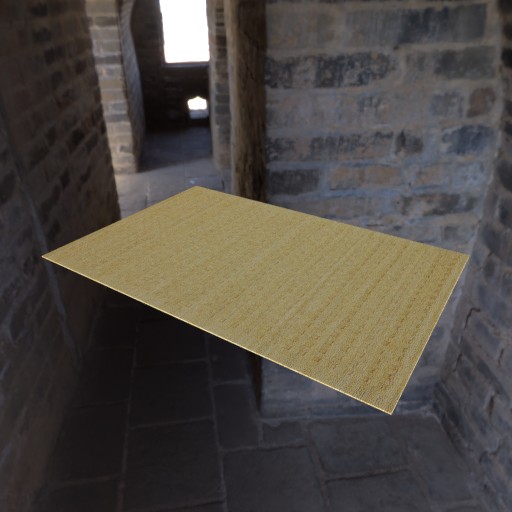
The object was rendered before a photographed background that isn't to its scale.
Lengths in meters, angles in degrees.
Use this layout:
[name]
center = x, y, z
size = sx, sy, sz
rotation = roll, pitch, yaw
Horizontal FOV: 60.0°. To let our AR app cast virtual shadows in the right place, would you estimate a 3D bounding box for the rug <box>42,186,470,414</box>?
[rug]
center = 0.000, 0.000, 2.848
size = 2.286, 0.006, 1.524
rotation = 18, 34, 29
